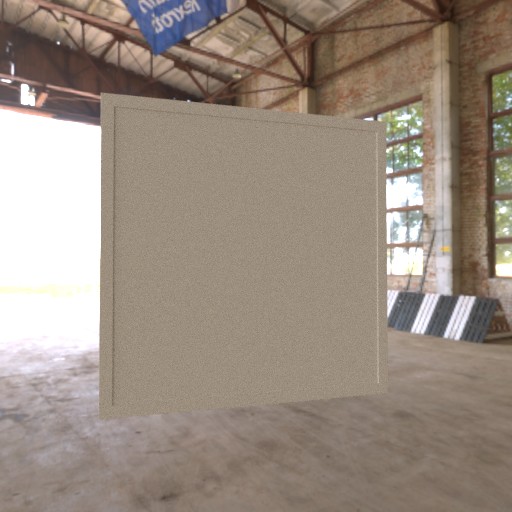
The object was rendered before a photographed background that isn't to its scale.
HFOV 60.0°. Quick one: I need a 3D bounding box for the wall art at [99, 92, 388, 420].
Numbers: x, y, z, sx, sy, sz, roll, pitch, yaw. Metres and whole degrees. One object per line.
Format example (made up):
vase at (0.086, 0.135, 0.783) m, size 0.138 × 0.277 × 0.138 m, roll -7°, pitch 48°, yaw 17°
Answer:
wall art at (0.000, 0.000, 0.993) m, size 0.660 × 0.660 × 0.015 m, roll 0°, pitch -1°, yaw -16°
